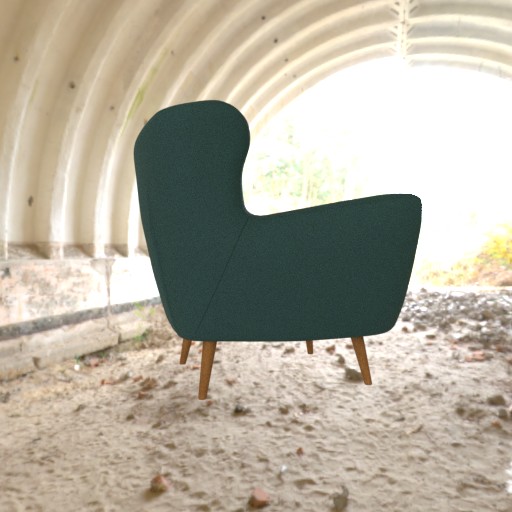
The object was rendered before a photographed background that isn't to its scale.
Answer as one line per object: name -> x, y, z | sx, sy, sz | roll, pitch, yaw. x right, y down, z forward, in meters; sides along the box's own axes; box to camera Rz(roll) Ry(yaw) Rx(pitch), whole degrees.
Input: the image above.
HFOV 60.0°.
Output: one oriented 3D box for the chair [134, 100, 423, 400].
chair -> 0.000, 0.000, 1.673 | 0.889, 0.889, 0.890 | 0, 0, -17
